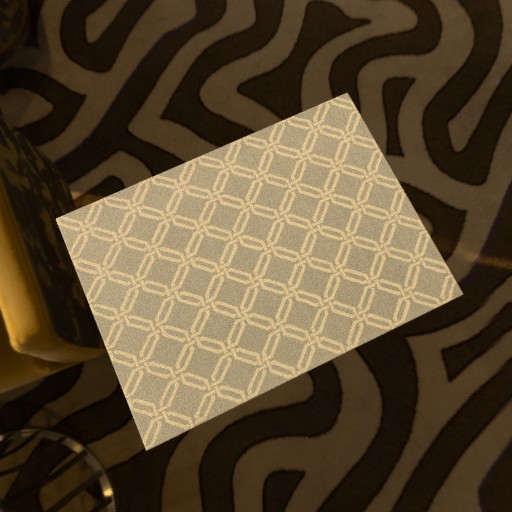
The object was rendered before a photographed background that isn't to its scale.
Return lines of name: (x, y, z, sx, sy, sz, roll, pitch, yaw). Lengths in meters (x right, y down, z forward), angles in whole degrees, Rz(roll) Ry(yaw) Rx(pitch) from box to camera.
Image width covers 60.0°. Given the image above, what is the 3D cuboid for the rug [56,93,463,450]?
rug: (0.000, 0.000, 4.433, 3.353, 0.013, 2.438, -25, 79, -5)
